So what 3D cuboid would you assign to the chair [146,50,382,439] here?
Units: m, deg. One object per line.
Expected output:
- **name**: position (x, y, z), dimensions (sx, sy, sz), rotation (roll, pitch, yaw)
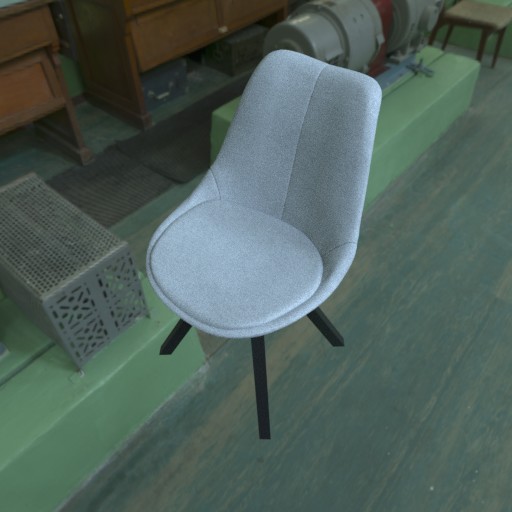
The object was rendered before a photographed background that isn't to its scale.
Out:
- **chair**: position (0.000, 0.000, 1.166), dimensions (0.485, 0.850, 0.550), rotation (31, 54, 25)
